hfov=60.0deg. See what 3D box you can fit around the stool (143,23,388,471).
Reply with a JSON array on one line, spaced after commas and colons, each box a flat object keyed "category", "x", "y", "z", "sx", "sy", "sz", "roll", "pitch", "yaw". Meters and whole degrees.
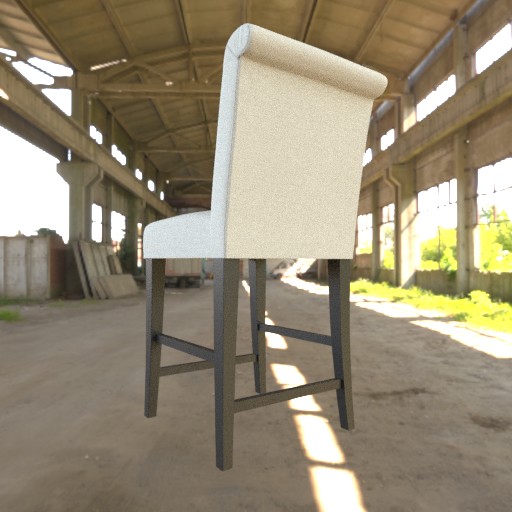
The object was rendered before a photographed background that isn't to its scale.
[{"category": "stool", "x": 0.000, "y": 0.000, "z": 1.270, "sx": 0.452, "sy": 0.976, "sz": 0.597, "roll": 1, "pitch": -1, "yaw": -36}]
